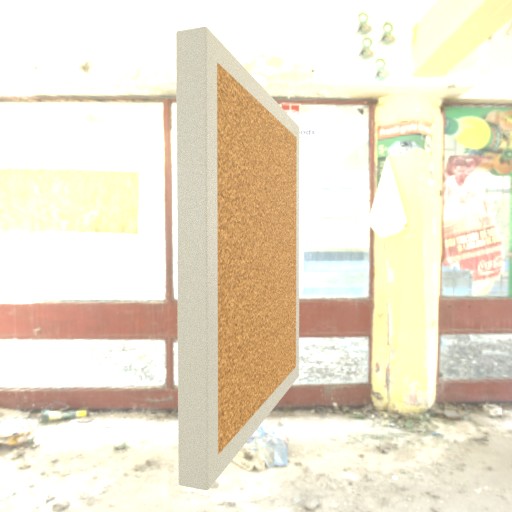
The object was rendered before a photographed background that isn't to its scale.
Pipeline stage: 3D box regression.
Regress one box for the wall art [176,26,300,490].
[{"bbox_3d":[0.000,0.000,0.523,0.028,0.381,0.331,1,2,19],"label":"wall art"}]
